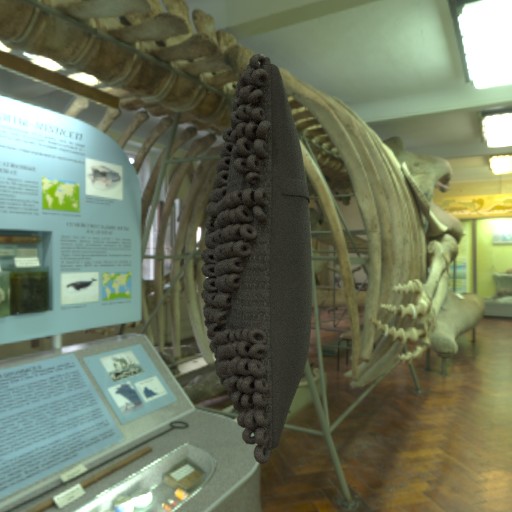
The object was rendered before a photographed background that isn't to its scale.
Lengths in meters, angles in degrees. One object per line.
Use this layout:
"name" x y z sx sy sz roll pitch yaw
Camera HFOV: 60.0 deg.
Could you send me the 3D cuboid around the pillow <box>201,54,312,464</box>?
"pillow" 0.000 0.000 0.721 0.172 0.467 0.470 0 1 -1
